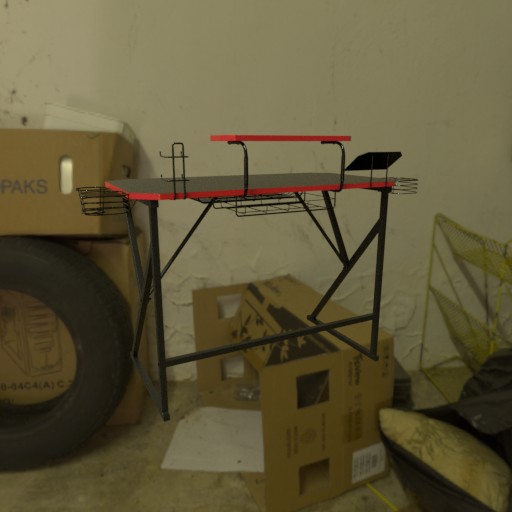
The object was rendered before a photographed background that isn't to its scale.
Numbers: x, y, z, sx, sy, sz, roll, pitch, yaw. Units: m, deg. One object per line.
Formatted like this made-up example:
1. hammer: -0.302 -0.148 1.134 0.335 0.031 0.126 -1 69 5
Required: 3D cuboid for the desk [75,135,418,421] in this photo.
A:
1. desk: 0.000 0.000 1.752 1.280 0.913 0.588 -7 16 -26
